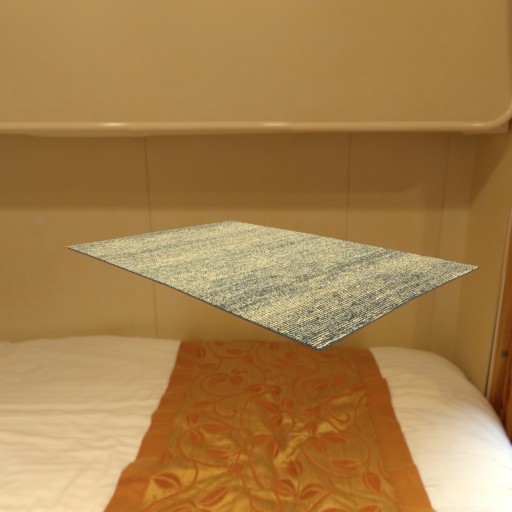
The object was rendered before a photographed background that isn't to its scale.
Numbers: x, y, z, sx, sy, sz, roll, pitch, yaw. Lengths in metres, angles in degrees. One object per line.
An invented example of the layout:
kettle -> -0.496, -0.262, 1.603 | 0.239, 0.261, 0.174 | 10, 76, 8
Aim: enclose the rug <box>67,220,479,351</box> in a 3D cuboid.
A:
rug -> 0.000, 0.000, 3.013 | 1.624, 0.030, 2.349 | -14, 20, -43
